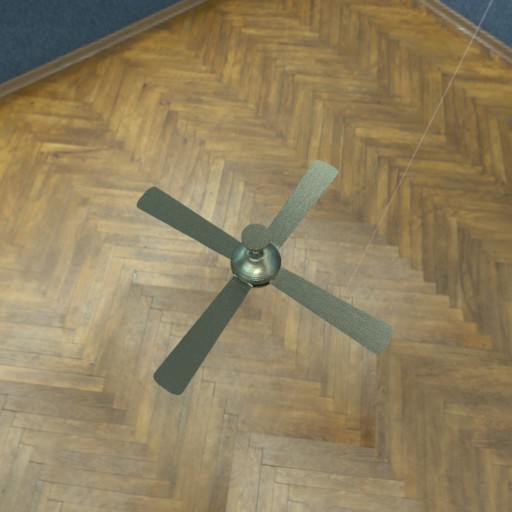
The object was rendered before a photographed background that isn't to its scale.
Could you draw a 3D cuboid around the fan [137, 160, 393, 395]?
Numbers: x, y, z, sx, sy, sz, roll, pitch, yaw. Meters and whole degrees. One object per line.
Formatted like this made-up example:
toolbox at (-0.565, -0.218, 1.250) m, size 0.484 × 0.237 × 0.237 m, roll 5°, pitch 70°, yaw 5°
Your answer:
fan at (0.000, 0.000, 2.023) m, size 1.321 × 0.381 × 1.321 m, roll -33°, pitch 69°, yaw -15°
